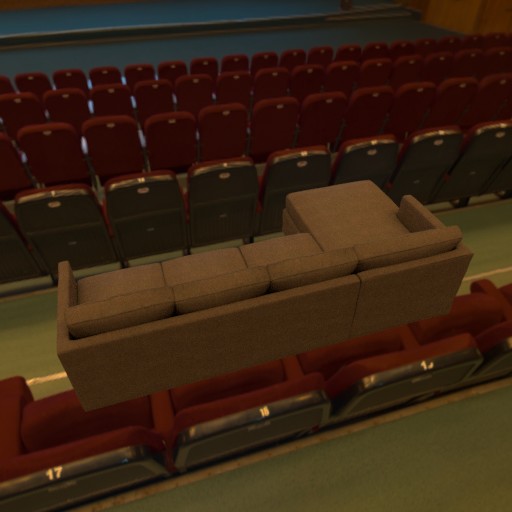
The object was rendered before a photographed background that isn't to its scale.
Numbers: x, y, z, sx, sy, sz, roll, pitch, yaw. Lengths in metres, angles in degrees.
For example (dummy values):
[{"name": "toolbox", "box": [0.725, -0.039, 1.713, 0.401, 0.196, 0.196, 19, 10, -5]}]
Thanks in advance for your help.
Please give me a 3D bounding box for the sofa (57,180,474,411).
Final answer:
[{"name": "sofa", "box": [0.000, 0.000, 3.937, 3.205, 0.922, 1.650, -12, 42, -13]}]
